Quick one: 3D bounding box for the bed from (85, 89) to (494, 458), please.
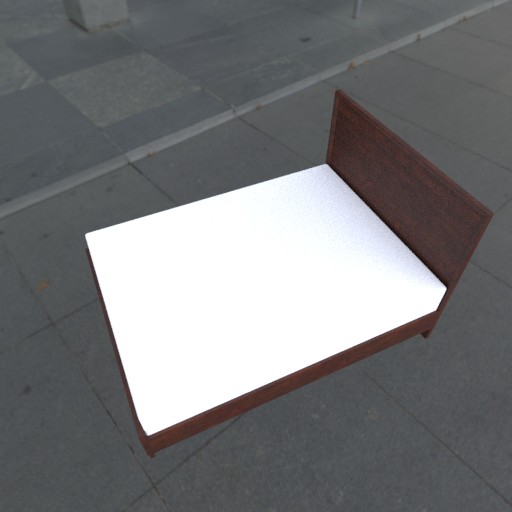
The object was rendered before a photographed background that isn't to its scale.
[{"bbox_3d":[0.000,0.000,3.116,2.184,1.270,1.600,-19,50,-17],"label":"bed"}]
